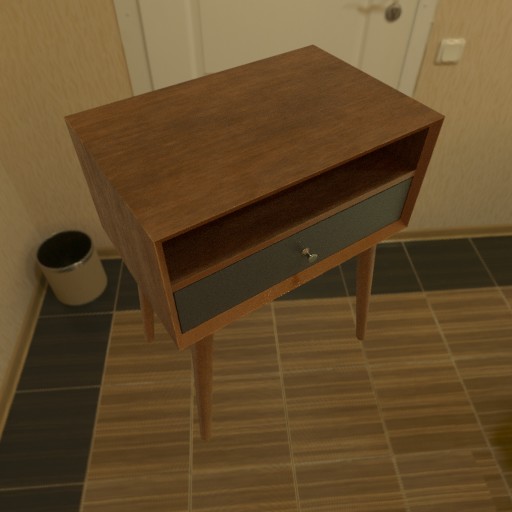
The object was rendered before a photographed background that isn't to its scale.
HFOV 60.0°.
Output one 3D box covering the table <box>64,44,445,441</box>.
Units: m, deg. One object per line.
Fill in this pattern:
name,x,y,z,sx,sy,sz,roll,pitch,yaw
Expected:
table,0.000,0.000,0.843,0.454,0.580,0.307,-26,52,-22
